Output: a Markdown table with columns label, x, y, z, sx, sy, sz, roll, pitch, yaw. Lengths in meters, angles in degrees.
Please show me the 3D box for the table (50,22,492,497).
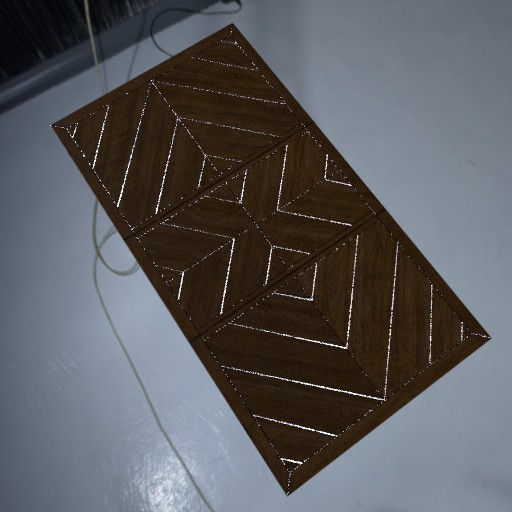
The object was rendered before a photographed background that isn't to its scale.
| label | x | y | z | sx | sy | sz | roll | pitch | yaw |
| --- | --- | --- | --- | --- | --- | --- | --- | --- | --- |
| table | 0.000 | 0.000 | 1.793 | 0.757 | 0.760 | 1.400 | -34 | 77 | -9 |
